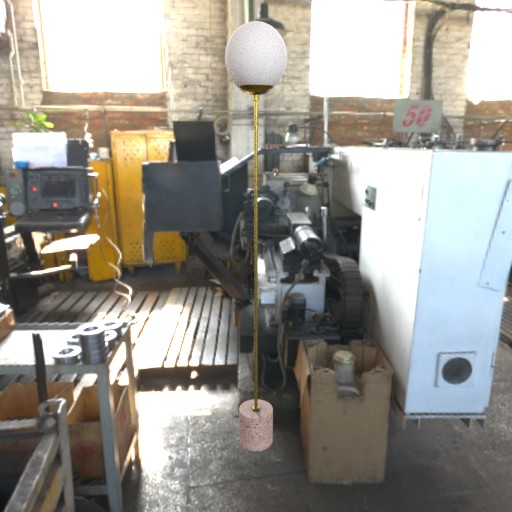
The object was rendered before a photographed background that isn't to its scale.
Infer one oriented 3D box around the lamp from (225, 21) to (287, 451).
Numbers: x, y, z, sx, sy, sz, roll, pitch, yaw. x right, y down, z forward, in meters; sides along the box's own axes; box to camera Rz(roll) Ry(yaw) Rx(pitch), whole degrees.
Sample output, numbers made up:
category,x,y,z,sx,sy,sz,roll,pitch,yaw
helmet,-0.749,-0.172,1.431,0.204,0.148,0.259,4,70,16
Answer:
category,x,y,z,sx,sy,sz,roll,pitch,yaw
lamp,0.000,0.000,1.821,0.229,1.748,0.229,-14,20,-43
